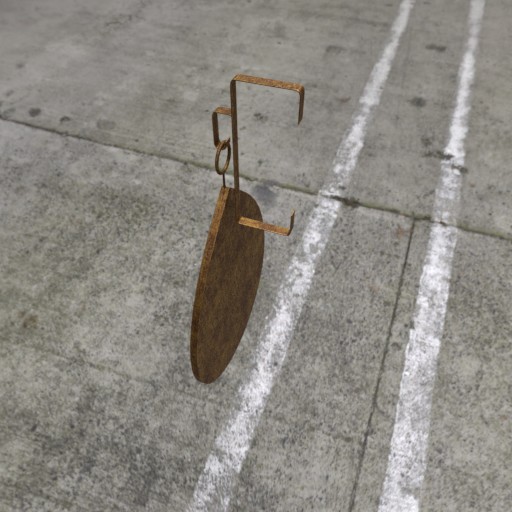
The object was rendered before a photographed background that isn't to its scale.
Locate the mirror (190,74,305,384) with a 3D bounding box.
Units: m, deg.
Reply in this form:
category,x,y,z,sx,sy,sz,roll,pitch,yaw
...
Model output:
category,x,y,z,sx,sy,sz,roll,pitch,yaw
mirror,0.000,0.000,0.915,0.144,0.744,0.405,15,48,14
